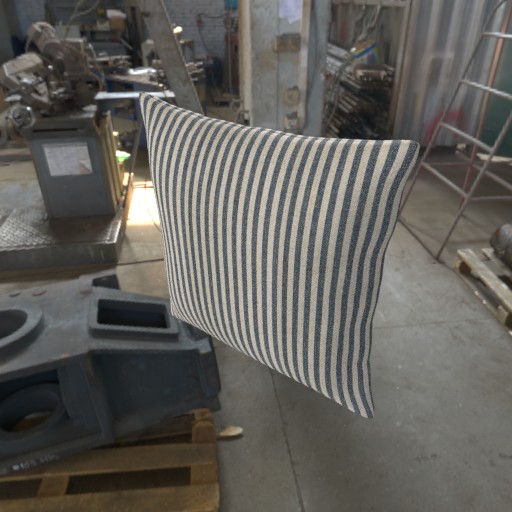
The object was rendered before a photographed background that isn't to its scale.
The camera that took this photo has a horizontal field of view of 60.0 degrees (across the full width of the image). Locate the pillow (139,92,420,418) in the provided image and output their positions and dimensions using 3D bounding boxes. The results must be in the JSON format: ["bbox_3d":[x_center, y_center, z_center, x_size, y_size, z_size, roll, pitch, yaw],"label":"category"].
[{"bbox_3d":[0.000,0.000,0.803,0.523,0.510,0.166,21,37,31],"label":"pillow"}]
